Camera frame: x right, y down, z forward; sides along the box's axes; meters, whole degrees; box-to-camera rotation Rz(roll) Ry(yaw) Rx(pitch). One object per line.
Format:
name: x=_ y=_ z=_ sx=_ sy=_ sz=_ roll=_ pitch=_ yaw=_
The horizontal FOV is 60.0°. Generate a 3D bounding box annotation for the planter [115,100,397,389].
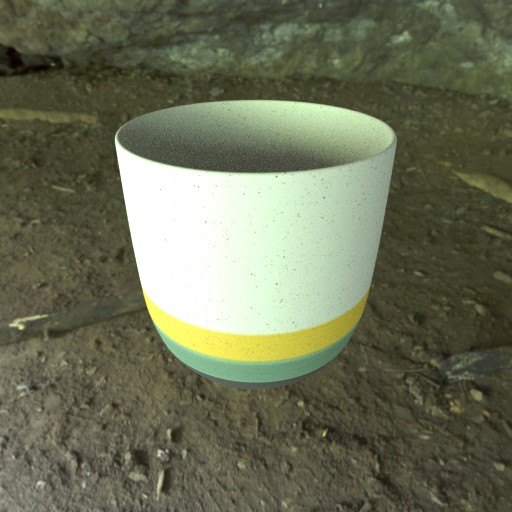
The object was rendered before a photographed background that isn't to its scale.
planter: x=0.000 y=0.000 z=0.371 sx=0.195 sy=0.214 sz=0.195 roll=0 pitch=30 yaw=0
